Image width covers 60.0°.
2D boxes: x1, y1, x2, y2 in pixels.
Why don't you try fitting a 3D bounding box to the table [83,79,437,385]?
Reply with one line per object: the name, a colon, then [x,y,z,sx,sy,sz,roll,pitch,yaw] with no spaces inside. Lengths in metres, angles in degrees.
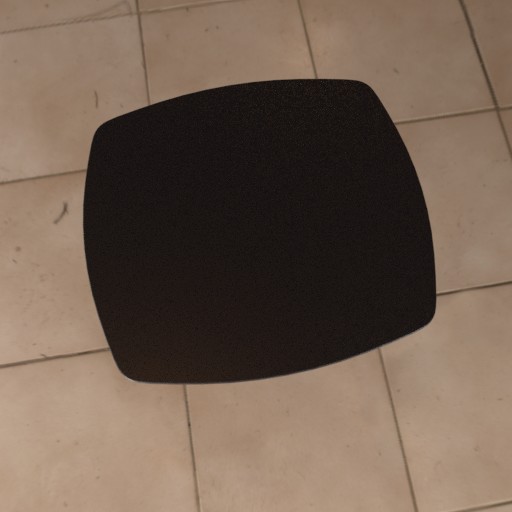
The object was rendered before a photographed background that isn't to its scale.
table: [0.000,0.000,0.873,0.508,0.457,0.457,-10,76,-3]
